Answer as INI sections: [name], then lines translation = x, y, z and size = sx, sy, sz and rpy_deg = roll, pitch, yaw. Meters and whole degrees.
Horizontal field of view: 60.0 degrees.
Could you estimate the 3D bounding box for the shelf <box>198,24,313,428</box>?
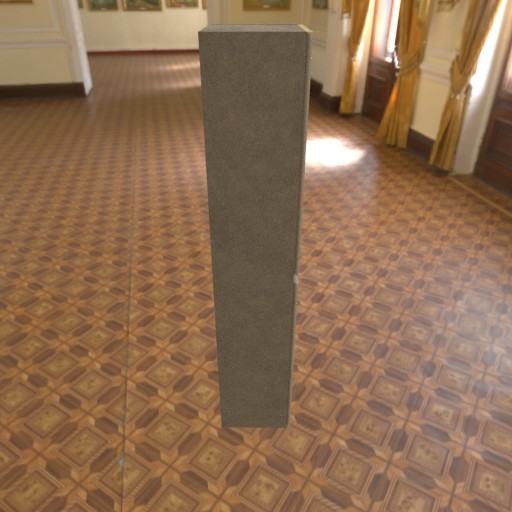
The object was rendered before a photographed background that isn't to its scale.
[shelf]
translation = 0.000, 0.000, 1.525
size = 0.270, 1.400, 0.300
rpy_deg = 0, 31, 0
